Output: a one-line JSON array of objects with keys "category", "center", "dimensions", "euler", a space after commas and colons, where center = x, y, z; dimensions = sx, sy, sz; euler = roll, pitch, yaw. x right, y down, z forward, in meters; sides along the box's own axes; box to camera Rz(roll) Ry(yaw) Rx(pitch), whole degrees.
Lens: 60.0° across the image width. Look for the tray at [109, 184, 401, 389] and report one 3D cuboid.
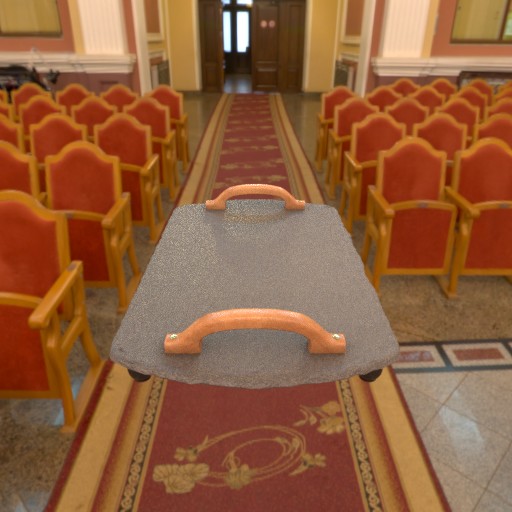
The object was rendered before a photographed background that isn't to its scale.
[{"category": "tray", "center": [0.000, 0.000, 0.478], "dimensions": [0.231, 0.062, 0.387], "euler": [0, 27, 0]}]
